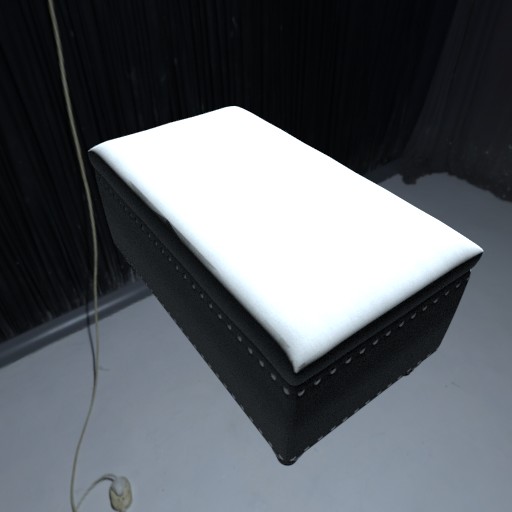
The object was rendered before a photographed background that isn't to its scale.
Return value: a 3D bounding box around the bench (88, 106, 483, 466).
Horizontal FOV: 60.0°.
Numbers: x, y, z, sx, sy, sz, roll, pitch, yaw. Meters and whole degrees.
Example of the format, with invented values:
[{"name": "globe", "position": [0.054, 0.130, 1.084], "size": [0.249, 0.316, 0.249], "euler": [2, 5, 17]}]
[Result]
[{"name": "bench", "position": [0.000, 0.000, 1.176], "size": [0.500, 0.449, 0.887], "euler": [-26, 47, -26]}]
